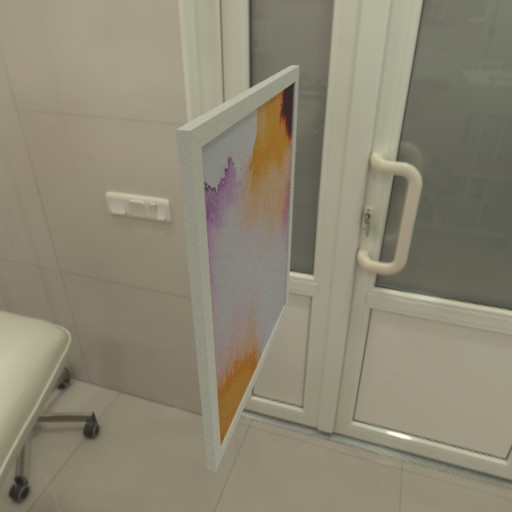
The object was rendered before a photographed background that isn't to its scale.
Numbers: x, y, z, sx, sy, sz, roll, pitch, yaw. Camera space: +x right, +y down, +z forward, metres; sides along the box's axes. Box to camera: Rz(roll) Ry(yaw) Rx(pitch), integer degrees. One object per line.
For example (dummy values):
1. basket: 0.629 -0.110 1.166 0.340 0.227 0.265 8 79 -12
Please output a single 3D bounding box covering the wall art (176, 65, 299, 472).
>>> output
1. wall art: 0.000 0.000 0.634 0.013 0.456 0.382 10 32 16
